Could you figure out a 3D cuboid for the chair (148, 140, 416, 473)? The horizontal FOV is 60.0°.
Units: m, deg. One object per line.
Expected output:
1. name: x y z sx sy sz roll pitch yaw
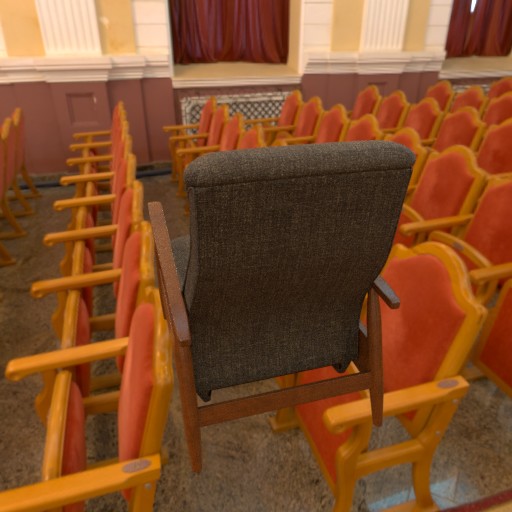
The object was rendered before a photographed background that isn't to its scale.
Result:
1. chair: 0.000 0.000 1.775 0.762 1.082 1.014 -8 28 -14
